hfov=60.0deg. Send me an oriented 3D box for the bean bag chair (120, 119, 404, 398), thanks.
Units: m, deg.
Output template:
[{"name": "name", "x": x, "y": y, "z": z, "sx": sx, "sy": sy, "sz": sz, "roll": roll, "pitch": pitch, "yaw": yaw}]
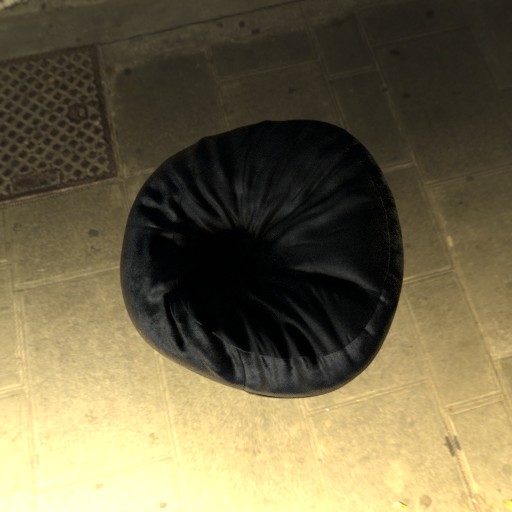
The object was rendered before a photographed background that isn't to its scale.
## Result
[{"name": "bean bag chair", "x": 0.000, "y": 0.000, "z": 2.499, "sx": 1.524, "sy": 0.878, "sz": 1.524, "roll": 0, "pitch": 75, "yaw": 0}]
